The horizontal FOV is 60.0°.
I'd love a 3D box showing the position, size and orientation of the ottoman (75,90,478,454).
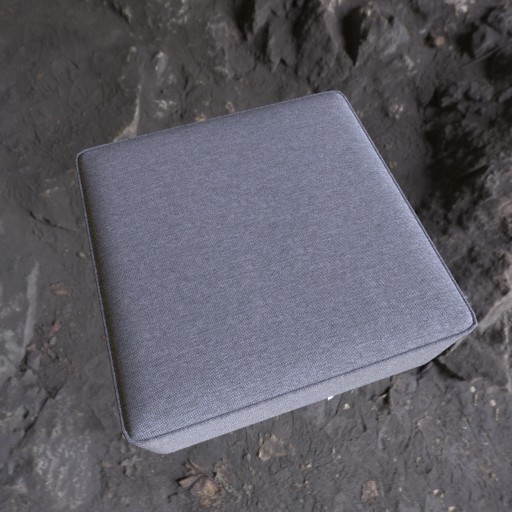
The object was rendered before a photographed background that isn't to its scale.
[{"bbox_3d":[0.000,0.000,1.532,1.005,0.455,1.005,-16,63,-8],"label":"ottoman"}]
